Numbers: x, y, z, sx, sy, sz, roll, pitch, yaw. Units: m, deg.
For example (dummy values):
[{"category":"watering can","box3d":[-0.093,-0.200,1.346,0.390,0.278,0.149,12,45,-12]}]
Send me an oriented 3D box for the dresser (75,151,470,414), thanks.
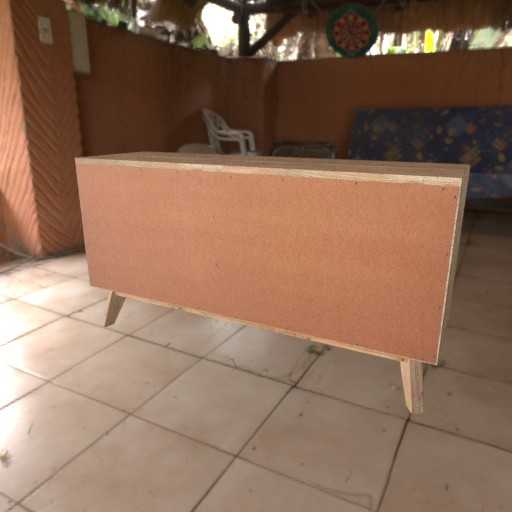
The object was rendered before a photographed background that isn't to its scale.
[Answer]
[{"category":"dresser","box3d":[0.000,0.000,1.910,1.554,0.805,0.455,9,19,26]}]
